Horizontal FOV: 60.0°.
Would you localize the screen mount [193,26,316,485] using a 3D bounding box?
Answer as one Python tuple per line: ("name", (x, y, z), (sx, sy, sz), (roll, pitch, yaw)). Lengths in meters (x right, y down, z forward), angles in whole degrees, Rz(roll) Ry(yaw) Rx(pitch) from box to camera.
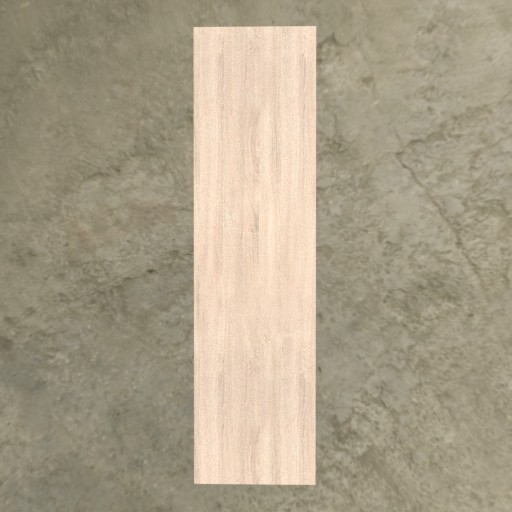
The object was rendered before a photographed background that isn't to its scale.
("screen mount", (0.000, 0.000, 1.707), (0.400, 0.510, 1.500), (0, 91, 1))
